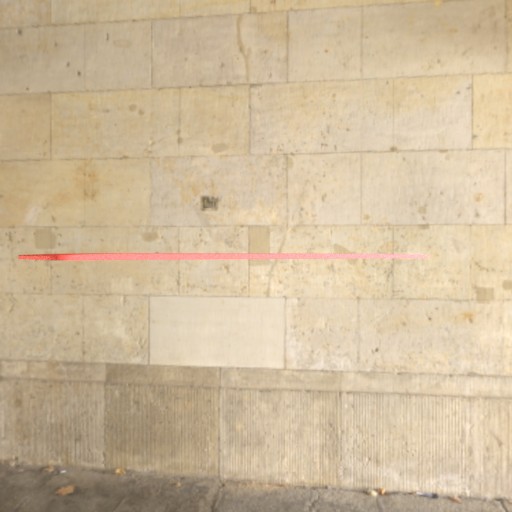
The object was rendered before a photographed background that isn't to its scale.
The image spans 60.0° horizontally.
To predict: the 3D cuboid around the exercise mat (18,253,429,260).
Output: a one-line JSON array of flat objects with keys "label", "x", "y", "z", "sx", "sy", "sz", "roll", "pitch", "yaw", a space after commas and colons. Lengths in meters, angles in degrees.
[{"label": "exercise mat", "x": 0.000, "y": 0.000, "z": 2.030, "sx": 1.869, "sy": 0.021, "sz": 0.616, "roll": 0, "pitch": 0, "yaw": -36}]
